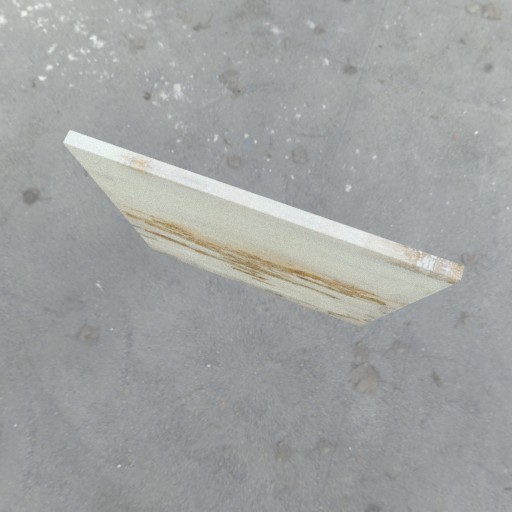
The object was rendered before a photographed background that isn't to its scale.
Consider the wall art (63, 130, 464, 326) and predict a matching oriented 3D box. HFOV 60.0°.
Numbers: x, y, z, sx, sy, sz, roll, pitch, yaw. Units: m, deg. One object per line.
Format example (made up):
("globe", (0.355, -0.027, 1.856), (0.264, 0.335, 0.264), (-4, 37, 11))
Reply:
("wall art", (0.000, 0.000, 1.557), (1.015, 1.018, 0.040), (20, 76, 5))
